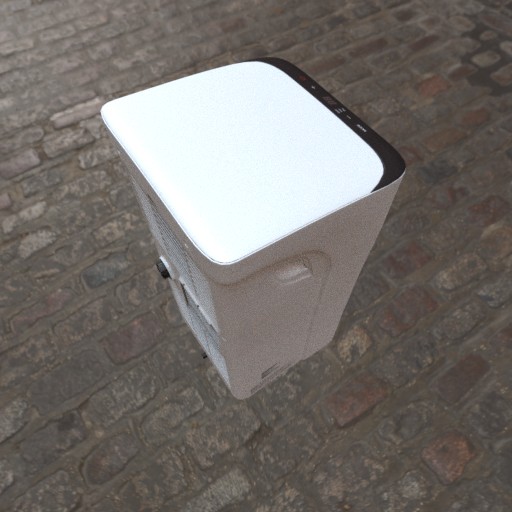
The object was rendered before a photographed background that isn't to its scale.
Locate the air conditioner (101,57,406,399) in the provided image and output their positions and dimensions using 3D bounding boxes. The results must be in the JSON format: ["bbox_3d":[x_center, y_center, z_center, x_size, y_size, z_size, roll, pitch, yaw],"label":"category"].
[{"bbox_3d":[0.000,0.000,0.933,0.369,0.716,0.352,-30,62,-18],"label":"air conditioner"}]
